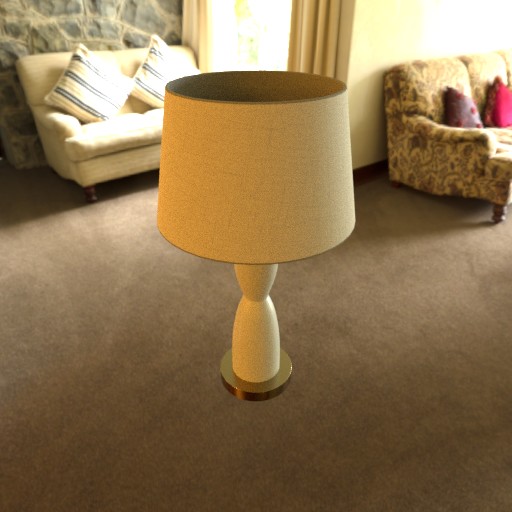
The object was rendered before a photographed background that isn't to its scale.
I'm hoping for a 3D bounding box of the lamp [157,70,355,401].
[{"bbox_3d":[0.000,0.000,0.742,0.309,0.545,0.309,0,31,0],"label":"lamp"}]
